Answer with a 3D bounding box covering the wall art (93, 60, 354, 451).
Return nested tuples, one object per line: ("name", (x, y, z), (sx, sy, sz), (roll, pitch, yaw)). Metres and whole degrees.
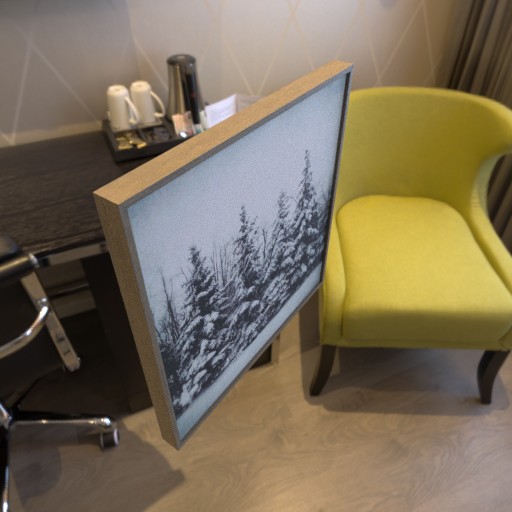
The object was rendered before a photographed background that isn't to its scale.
("wall art", (0.000, 0.000, 0.755), (0.037, 0.507, 0.507), (25, 47, 26))
